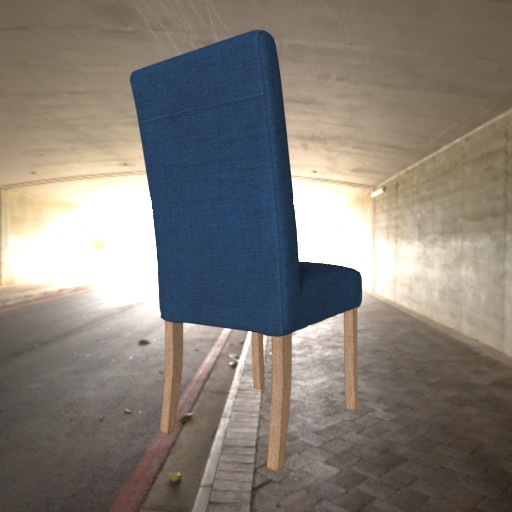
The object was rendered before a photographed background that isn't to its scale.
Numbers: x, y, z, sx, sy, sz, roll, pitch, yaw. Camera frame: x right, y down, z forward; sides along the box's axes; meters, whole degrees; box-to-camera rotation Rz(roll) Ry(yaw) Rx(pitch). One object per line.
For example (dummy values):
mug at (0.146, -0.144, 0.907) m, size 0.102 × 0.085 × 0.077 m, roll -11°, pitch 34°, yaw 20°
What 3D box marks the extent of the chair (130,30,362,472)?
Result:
chair at (0.000, 0.000, 1.341) m, size 0.450 × 1.029 × 0.610 m, roll 1°, pitch 2°, yaw 35°
